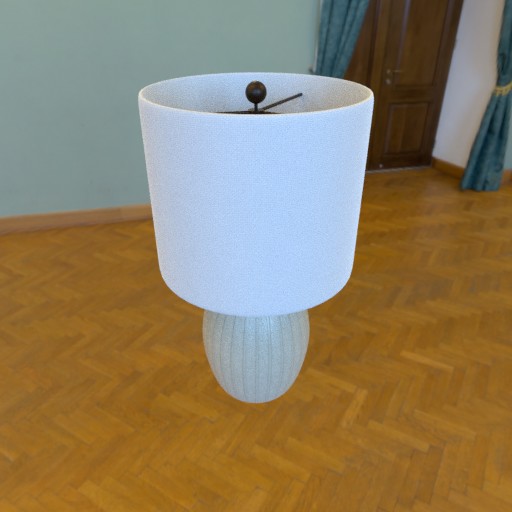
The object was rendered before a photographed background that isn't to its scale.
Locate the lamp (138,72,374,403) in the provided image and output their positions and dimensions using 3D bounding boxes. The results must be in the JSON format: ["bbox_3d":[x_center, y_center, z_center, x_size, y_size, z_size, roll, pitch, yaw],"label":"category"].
[{"bbox_3d":[0.000,0.000,0.768,0.329,0.570,0.329,-8,31,-13],"label":"lamp"}]
